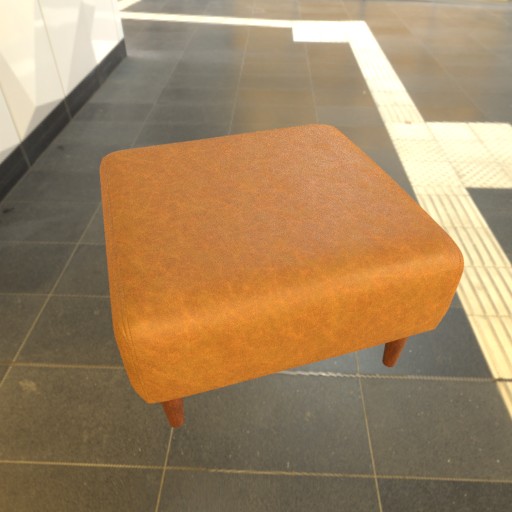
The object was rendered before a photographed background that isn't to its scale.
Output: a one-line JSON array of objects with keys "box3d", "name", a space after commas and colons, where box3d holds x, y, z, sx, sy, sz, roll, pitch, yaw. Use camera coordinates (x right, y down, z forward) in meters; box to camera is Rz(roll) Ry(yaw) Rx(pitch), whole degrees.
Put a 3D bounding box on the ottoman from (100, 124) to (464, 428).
[{"box3d": [0.000, 0.000, 1.074, 0.650, 0.399, 0.650, -11, 42, -13], "name": "ottoman"}]
